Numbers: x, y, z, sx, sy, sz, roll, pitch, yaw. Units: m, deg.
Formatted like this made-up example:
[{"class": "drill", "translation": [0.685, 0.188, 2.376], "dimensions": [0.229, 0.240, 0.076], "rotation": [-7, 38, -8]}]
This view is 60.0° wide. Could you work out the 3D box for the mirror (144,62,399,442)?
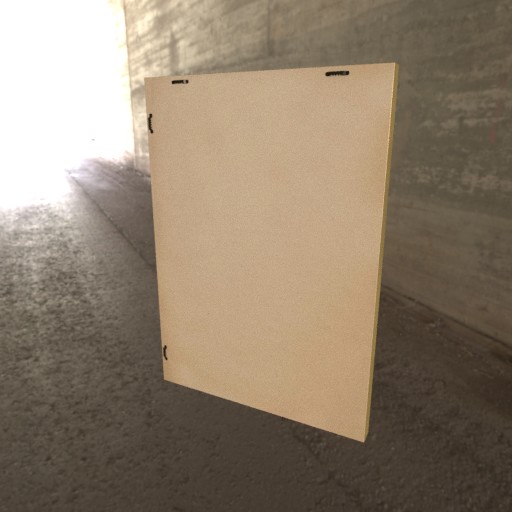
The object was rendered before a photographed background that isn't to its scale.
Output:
[{"class": "mirror", "translation": [0.000, 0.000, 0.920], "dimensions": [0.507, 0.710, 0.040], "rotation": [8, 18, 26]}]
